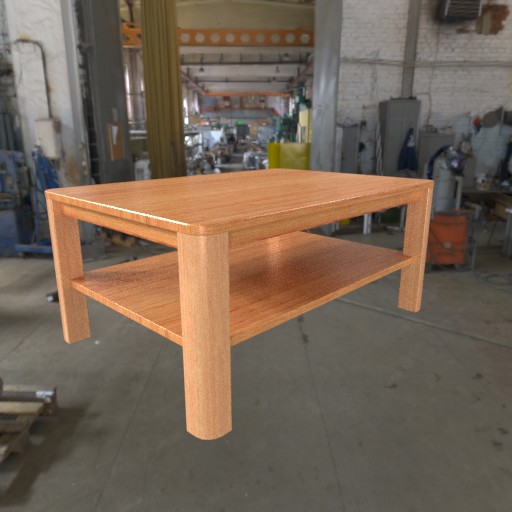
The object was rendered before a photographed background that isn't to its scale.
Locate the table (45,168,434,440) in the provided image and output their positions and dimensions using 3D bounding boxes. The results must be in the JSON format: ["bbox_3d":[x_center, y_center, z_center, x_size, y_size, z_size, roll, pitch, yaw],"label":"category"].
[{"bbox_3d":[0.000,0.000,1.394,0.696,0.445,0.997,15,22,42],"label":"table"}]
